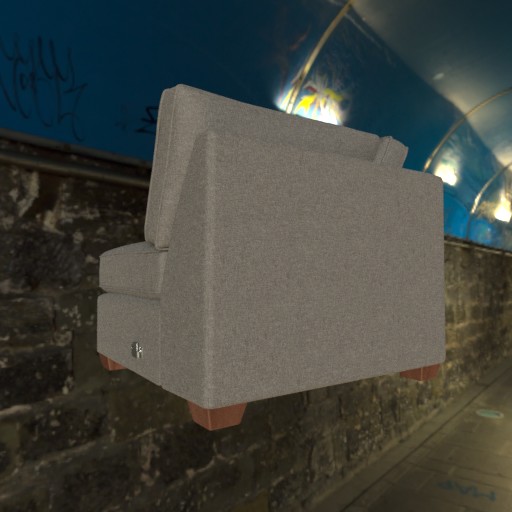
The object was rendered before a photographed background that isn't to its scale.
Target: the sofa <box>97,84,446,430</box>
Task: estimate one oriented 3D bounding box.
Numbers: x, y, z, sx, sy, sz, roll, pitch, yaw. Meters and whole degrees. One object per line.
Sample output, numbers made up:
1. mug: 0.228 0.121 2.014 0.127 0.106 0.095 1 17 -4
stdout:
1. sofa: 0.000 0.000 1.919 1.146 1.002 1.084 1 -3 -35
